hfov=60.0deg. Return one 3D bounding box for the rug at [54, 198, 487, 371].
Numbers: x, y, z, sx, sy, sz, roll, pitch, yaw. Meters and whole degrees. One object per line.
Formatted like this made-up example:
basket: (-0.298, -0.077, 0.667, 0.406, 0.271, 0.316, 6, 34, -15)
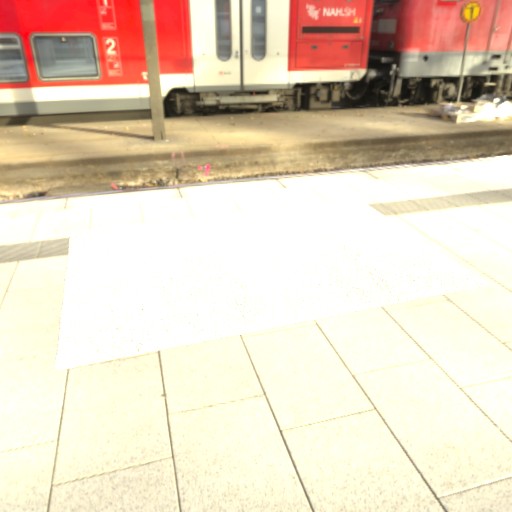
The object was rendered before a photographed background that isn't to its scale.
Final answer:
rug: (0.000, 0.000, 3.387, 2.743, 0.030, 1.778, -8, 29, -16)
